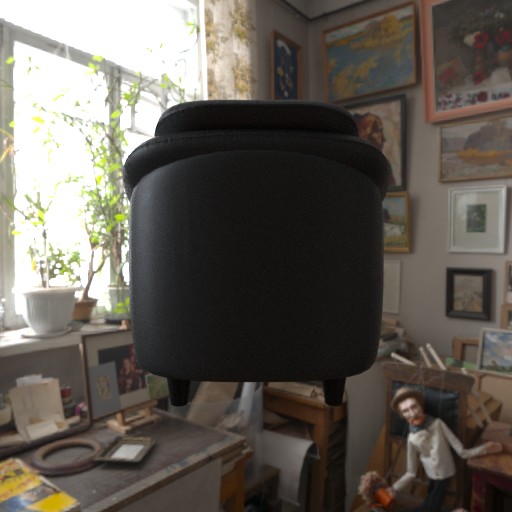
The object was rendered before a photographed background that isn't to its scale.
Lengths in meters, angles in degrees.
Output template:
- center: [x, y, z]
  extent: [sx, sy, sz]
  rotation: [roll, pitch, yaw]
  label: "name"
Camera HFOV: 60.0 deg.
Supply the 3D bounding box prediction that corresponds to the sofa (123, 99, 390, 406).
- center: [0.000, 0.000, 1.501]
  extent: [0.870, 0.811, 0.794]
  rotation: [0, 1, 0]
  label: "sofa"
